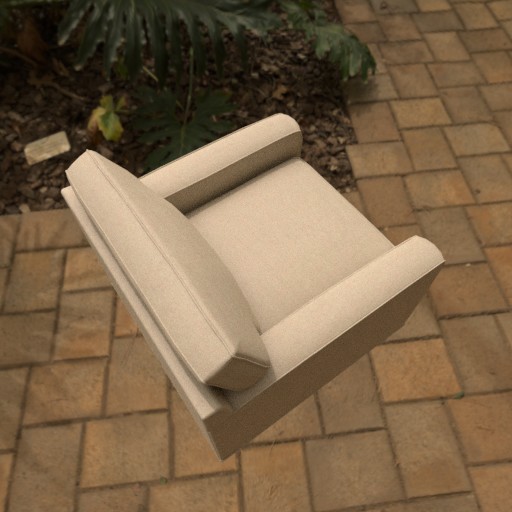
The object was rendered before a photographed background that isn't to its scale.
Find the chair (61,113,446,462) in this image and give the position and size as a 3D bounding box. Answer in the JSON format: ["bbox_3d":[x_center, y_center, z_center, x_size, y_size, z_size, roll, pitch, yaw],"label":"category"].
[{"bbox_3d":[0.000,0.000,1.783,1.043,0.913,0.998,-31,62,-18],"label":"chair"}]
